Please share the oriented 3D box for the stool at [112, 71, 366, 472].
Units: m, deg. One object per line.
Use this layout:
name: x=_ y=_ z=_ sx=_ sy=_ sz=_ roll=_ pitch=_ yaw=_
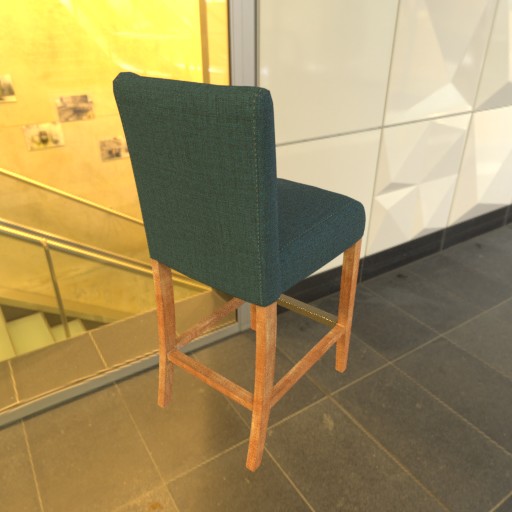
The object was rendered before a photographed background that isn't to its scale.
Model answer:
stool: x=0.000 y=0.000 z=1.323 sx=0.454 sy=1.039 sz=0.567 roll=20 pitch=35 yaw=32
